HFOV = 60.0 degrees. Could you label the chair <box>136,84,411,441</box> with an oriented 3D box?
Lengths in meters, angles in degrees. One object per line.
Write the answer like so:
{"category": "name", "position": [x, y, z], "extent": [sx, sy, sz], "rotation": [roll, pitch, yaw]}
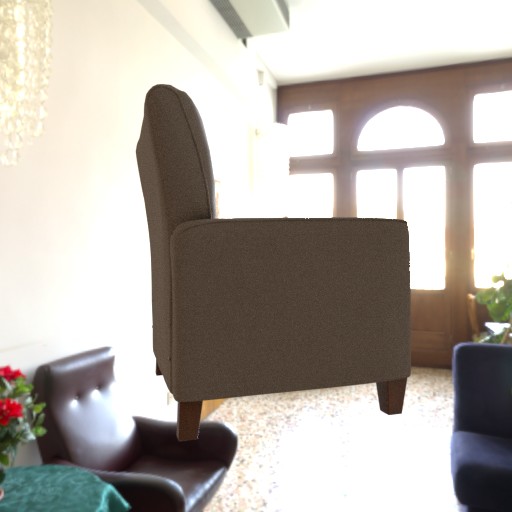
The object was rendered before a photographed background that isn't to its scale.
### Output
{"category": "chair", "position": [0.000, 0.000, 1.676], "extent": [0.859, 1.023, 0.845], "rotation": [0, 0, -18]}
